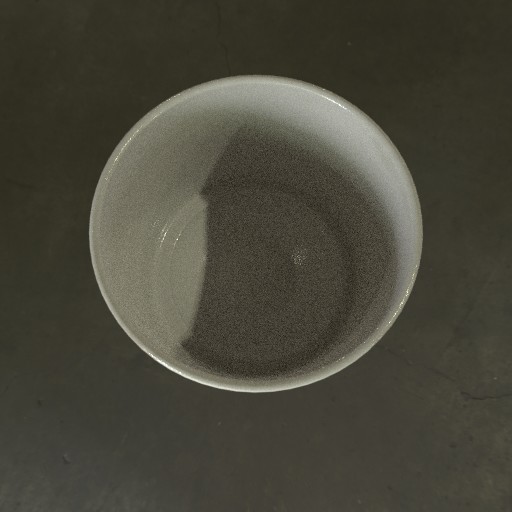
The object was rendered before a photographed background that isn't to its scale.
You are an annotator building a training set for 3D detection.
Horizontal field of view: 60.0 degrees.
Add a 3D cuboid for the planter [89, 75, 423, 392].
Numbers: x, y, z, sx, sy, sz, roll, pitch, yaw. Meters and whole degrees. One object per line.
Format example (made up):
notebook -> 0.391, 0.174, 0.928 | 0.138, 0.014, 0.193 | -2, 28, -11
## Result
planter -> 0.000, 0.000, 0.341 | 0.193, 0.177, 0.193 | 0, 76, 0
